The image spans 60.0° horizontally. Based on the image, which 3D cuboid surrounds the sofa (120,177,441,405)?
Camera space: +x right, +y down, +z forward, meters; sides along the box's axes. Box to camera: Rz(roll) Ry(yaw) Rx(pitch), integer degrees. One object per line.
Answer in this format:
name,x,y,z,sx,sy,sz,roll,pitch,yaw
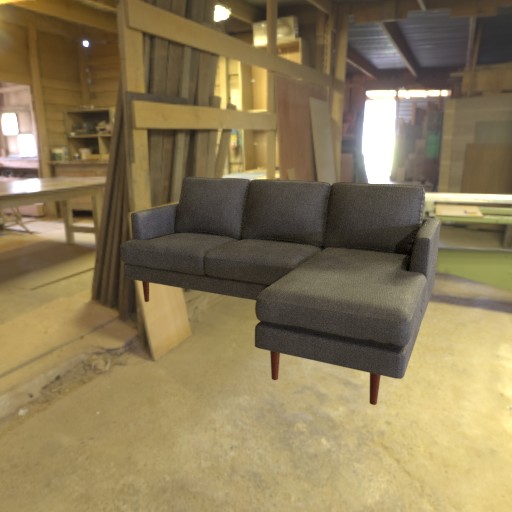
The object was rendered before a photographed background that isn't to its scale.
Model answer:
sofa,0.000,0.000,3.054,2.233,0.956,1.504,7,16,25
